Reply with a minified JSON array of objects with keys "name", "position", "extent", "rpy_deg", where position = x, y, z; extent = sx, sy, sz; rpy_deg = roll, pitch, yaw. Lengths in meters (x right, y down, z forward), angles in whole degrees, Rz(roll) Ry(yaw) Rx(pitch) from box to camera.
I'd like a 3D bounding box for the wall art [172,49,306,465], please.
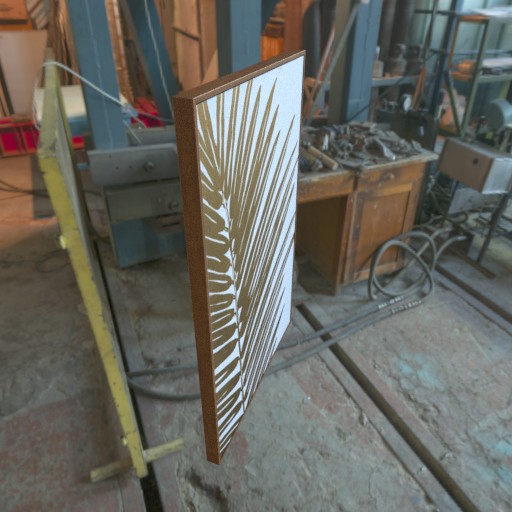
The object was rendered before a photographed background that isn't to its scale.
[{"name":"wall art","position":[0.000,0.000,1.153],"extent":[0.037,0.914,0.610],"rpy_deg":[12,33,18]}]
